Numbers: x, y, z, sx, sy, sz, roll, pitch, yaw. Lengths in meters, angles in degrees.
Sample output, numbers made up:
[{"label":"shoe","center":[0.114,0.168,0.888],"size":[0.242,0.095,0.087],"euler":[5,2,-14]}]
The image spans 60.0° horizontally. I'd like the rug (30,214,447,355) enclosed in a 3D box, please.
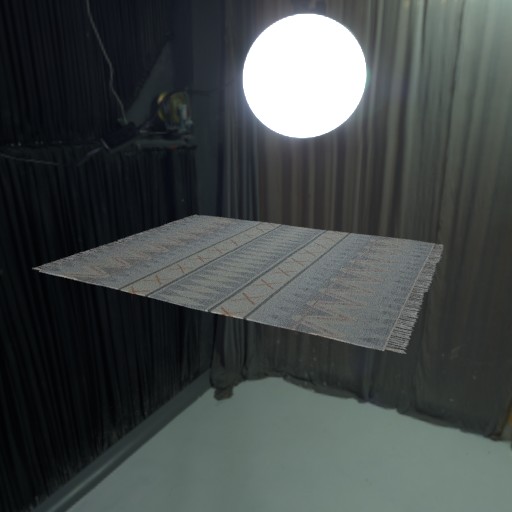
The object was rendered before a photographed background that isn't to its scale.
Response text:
[{"label":"rug","center":[0.000,0.000,3.989],"size":[3.000,0.012,2.371],"euler":[9,20,26]}]
